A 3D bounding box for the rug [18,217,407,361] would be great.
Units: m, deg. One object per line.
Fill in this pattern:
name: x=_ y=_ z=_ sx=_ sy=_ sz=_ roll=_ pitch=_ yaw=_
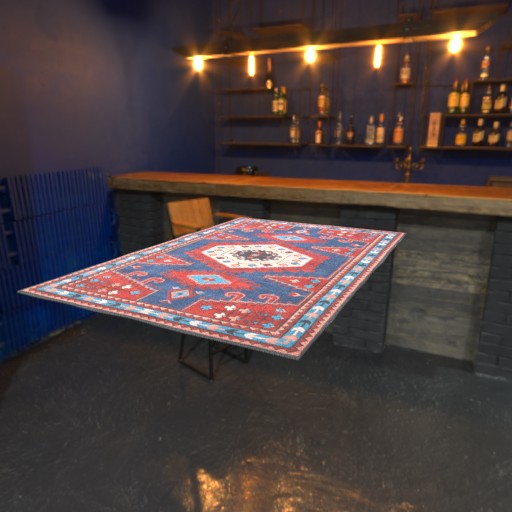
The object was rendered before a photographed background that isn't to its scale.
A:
rug: x=0.000 y=0.000 z=2.274 sx=1.207 sy=0.012 sz=1.820 roll=8 pitch=17 yaw=26
